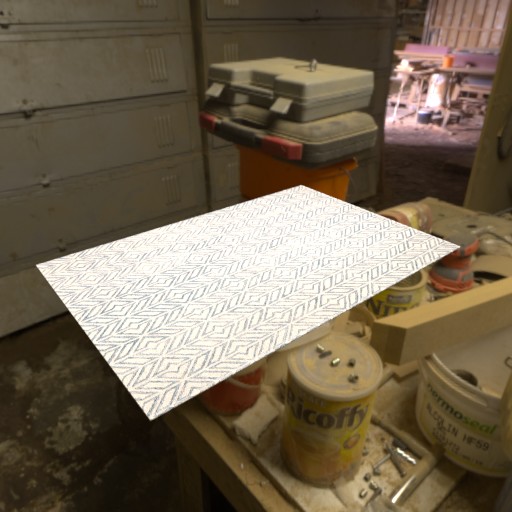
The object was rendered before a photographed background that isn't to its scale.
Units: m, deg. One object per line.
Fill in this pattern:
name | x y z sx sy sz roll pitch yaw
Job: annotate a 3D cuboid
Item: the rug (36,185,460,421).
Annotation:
rug | 0.000 0.000 2.283 1.824 0.008 1.220 -21 36 -33
